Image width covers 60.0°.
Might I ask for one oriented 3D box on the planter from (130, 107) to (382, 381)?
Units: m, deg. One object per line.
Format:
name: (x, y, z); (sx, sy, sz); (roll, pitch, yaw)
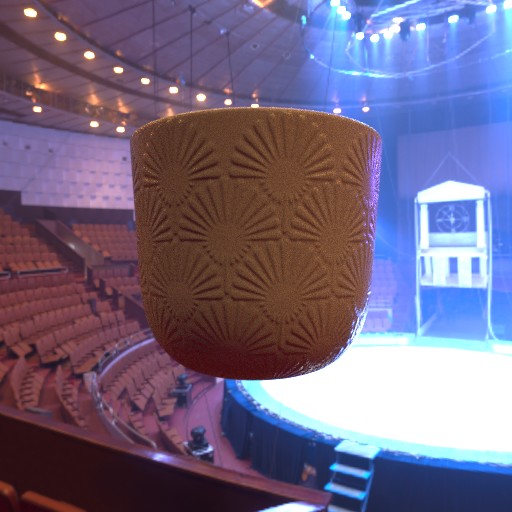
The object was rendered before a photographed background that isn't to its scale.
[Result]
planter: (0.000, 0.000, 0.309); (0.170, 0.152, 0.170); (0, 0, 0)
